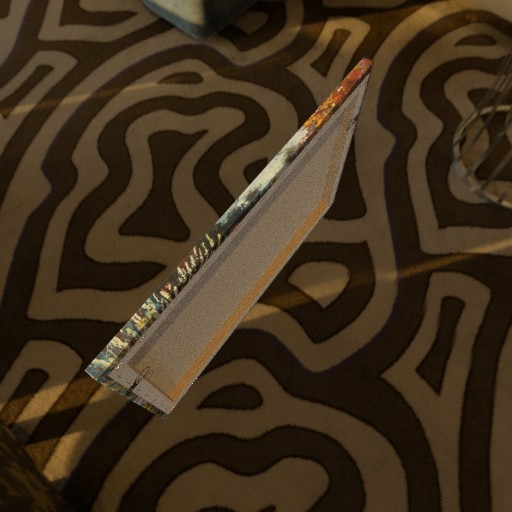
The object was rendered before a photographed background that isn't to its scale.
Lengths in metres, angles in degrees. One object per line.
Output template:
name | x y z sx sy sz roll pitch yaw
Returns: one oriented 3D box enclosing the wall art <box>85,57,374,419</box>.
wall art | 0.000 0.000 1.448 0.042 0.760 1.136 33 69 15
